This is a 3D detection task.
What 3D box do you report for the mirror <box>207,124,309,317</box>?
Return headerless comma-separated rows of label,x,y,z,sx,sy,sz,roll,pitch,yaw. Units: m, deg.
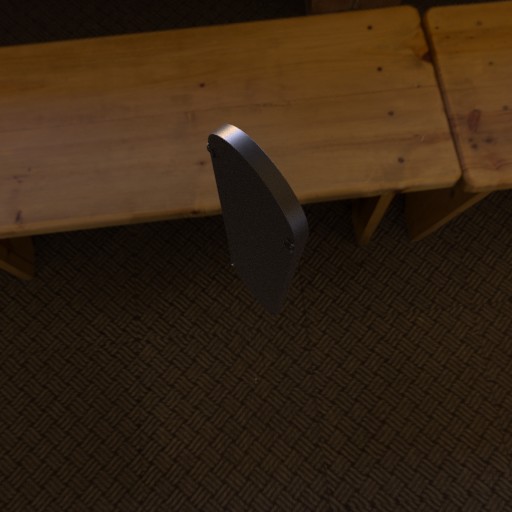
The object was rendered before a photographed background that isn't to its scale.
mirror,0.000,0.000,1.080,0.032,0.991,0.222,-37,78,-10
